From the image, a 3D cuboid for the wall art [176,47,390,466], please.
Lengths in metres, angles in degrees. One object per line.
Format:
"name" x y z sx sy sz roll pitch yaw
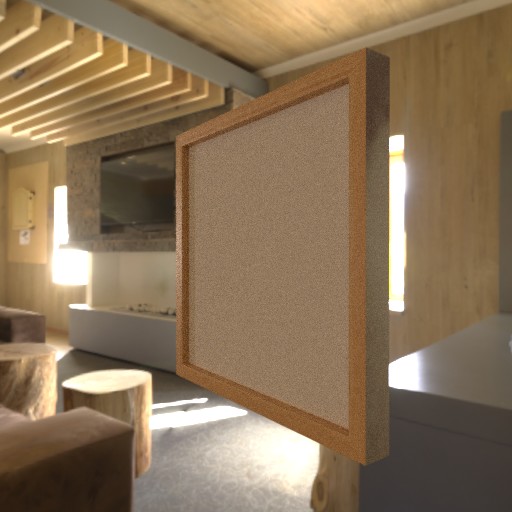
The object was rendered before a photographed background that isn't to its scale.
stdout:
"wall art" 0.000 0.000 0.450 0.028 0.303 0.303 0 0 -37
